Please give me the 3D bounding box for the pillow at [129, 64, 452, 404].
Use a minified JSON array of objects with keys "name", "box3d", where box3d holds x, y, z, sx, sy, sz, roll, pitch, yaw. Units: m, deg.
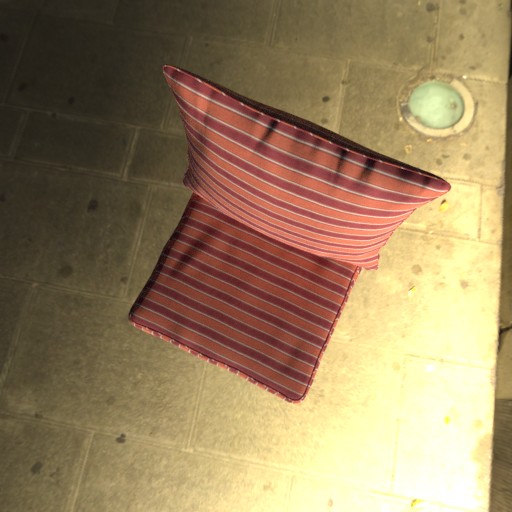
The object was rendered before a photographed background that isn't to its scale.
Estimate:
[{"name":"pillow","box3d":[0.000,0.000,1.388,0.799,0.723,0.733,25,78,6]}]
